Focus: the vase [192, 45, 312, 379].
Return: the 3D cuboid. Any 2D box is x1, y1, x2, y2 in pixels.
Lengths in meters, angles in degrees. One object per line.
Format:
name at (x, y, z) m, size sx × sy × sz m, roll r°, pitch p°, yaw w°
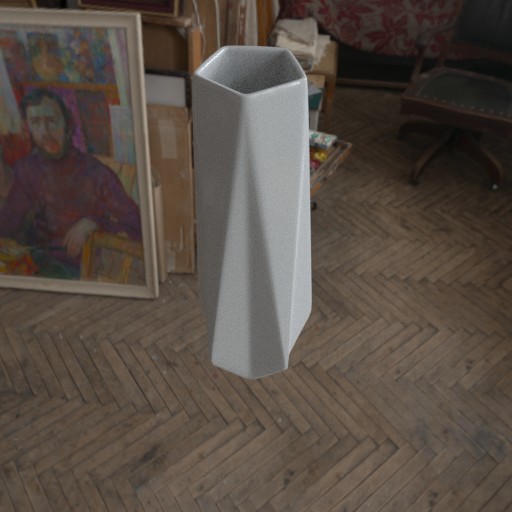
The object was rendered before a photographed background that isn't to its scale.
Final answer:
vase at (0.000, 0.000, 0.386) m, size 0.122 × 0.329 × 0.116 m, roll -24°, pitch 52°, yaw -20°
